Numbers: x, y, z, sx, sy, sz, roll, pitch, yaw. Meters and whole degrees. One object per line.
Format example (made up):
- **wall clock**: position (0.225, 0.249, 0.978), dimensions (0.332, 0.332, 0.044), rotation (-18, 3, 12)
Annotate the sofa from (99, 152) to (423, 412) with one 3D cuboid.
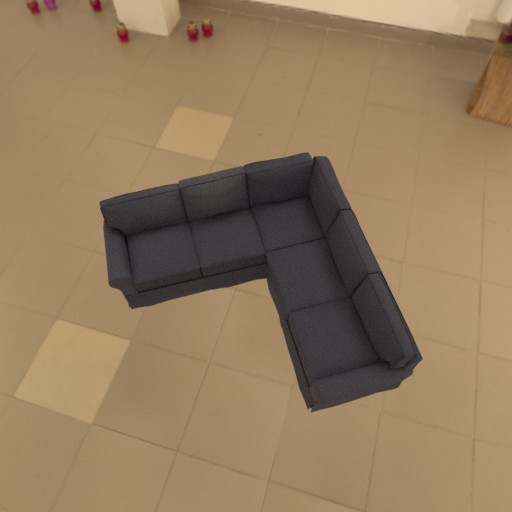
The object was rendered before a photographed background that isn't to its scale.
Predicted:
- **sofa**: position (0.000, 0.000, 5.109), dimensions (3.773, 1.169, 2.874), rotation (14, 60, 8)
